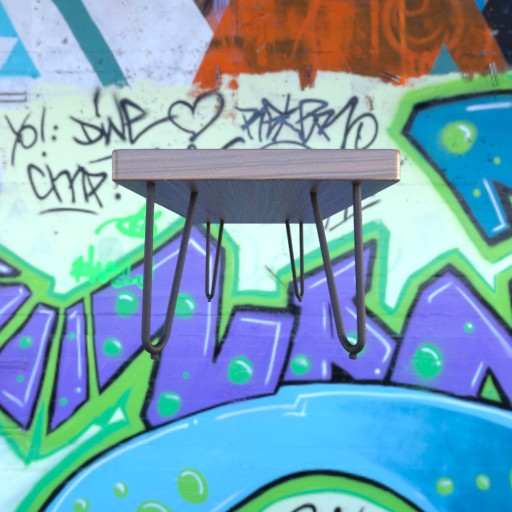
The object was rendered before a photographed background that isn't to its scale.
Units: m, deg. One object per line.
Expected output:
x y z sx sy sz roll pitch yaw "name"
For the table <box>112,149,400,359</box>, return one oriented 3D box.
0.000 0.000 1.640 0.637 0.468 1.375 0 0 0 "table"
